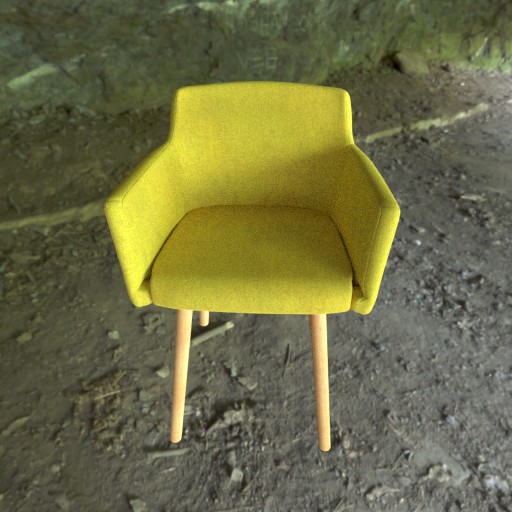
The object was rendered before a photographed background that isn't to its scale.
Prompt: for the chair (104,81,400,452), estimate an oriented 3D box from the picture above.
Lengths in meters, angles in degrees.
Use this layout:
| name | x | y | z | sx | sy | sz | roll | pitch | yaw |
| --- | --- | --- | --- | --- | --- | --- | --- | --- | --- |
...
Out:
| name | x | y | z | sx | sy | sz | roll | pitch | yaw |
| --- | --- | --- | --- | --- | --- | --- | --- | --- | --- |
| chair | 0.000 | 0.000 | 1.155 | 0.570 | 0.780 | 0.570 | 2 | 30 | 3 |
